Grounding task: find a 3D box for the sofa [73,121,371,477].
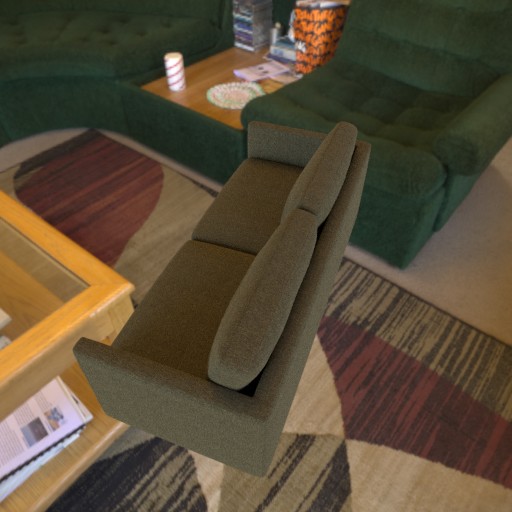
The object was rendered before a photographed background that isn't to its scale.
[{"bbox_3d":[0.000,0.000,2.733,0.948,0.965,2.208,15,47,15],"label":"sofa"}]
